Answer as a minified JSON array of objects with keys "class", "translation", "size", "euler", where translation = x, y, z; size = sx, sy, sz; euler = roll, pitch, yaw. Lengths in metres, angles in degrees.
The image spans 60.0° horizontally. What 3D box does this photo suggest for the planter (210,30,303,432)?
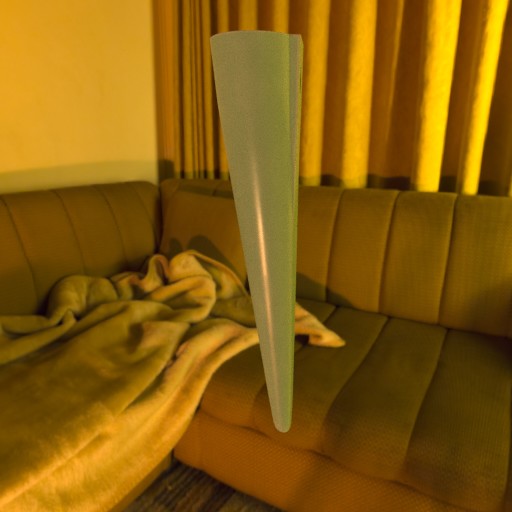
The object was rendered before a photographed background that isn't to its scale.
[{"class":"planter","translation":[0.000,0.000,0.299],"size":[0.055,0.268,0.054],"euler":[2,15,9]}]
